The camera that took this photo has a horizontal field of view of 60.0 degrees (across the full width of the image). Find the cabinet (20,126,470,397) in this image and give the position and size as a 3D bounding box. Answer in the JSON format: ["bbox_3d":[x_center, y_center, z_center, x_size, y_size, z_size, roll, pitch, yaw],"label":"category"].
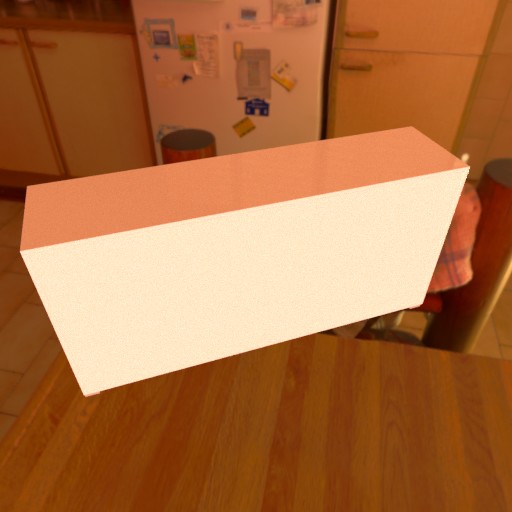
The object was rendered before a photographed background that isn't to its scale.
[{"bbox_3d":[0.000,0.000,1.952,1.650,0.800,0.400,-12,42,-14],"label":"cabinet"}]
